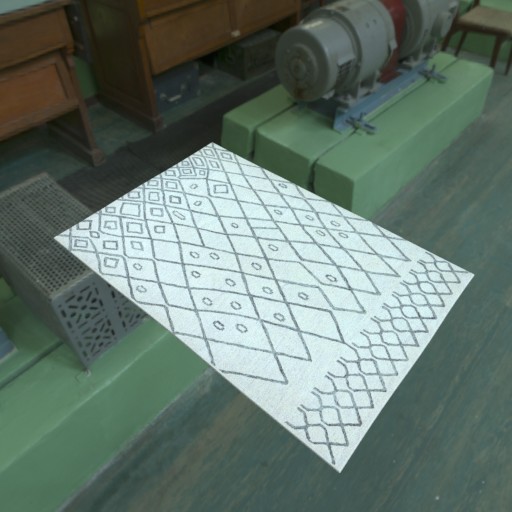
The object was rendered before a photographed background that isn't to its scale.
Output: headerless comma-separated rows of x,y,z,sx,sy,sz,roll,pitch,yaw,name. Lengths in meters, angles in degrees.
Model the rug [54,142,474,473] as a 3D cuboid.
0.000,0.000,2.298,1.828,0.015,1.222,32,55,26,rug
